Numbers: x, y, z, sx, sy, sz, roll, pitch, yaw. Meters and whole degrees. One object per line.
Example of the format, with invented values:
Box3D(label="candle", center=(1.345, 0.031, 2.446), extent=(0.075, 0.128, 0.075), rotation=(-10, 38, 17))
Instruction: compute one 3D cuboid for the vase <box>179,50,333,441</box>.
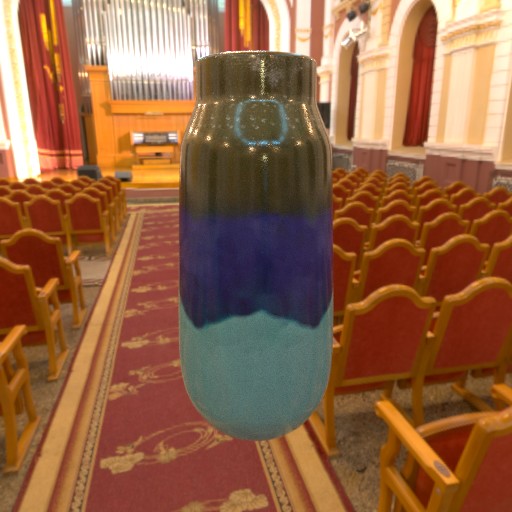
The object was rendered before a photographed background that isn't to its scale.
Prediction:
Box3D(label="vase", center=(0.000, 0.000, 0.383), extent=(0.139, 0.313, 0.139), rotation=(0, 16, 0))
